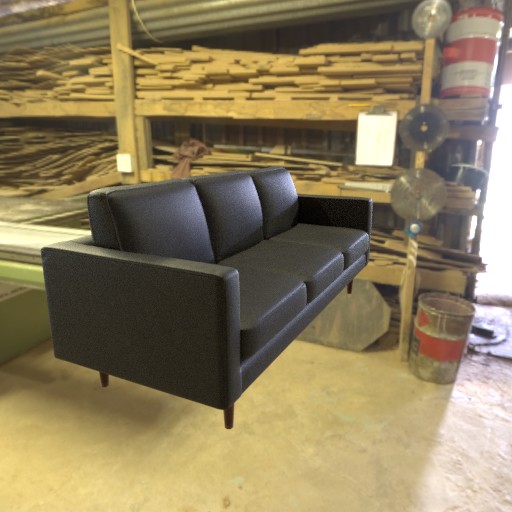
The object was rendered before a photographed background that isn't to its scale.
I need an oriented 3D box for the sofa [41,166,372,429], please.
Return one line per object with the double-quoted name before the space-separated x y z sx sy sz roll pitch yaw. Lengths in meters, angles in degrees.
"sofa" 0.000 0.000 2.480 0.879 0.899 2.029 8 17 26
